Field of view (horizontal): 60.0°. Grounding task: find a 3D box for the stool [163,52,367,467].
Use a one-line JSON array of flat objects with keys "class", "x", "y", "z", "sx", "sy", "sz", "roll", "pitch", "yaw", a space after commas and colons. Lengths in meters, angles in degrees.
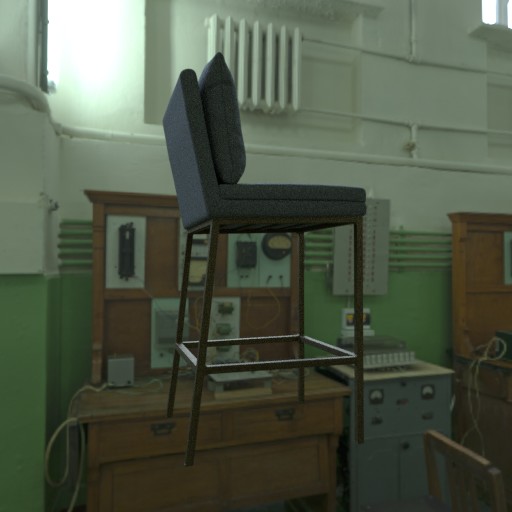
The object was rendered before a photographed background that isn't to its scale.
[{"class": "stool", "x": 0.000, "y": 0.000, "z": 1.470, "sx": 0.569, "sy": 1.130, "sz": 0.463, "roll": 0, "pitch": -1, "yaw": -19}]
